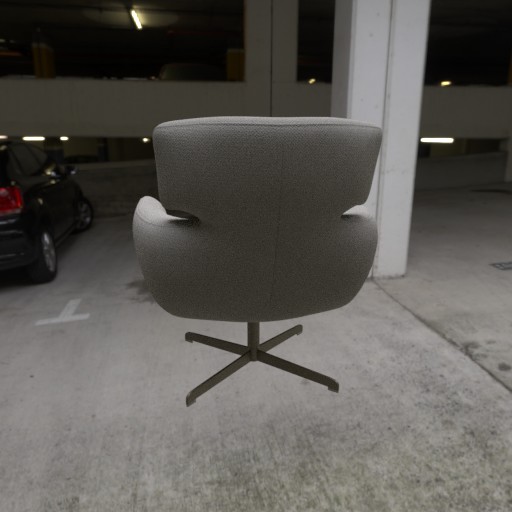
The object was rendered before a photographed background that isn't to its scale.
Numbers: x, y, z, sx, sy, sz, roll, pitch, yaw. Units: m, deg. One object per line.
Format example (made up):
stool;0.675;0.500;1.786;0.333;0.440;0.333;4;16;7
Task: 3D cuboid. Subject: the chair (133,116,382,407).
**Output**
chair;0.000;0.000;1.389;0.760;0.810;0.730;-2;16;-9
